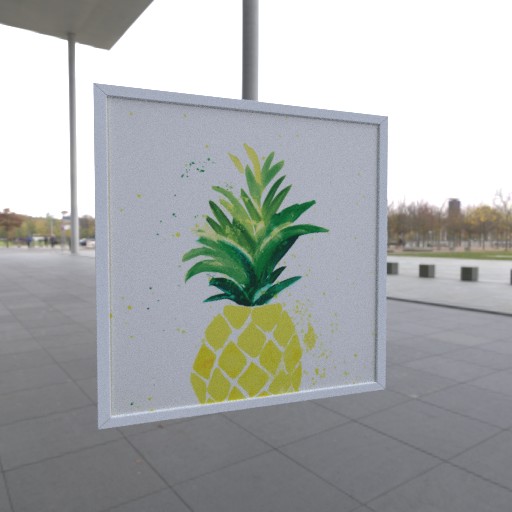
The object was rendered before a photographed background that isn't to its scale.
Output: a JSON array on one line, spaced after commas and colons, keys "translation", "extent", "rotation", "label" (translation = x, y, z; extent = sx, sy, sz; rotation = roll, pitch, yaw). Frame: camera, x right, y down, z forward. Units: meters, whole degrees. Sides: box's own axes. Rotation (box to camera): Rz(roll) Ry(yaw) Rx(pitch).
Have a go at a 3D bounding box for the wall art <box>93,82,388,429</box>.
[{"translation": [0.000, 0.000, 1.120], "extent": [0.763, 0.761, 0.038], "rotation": [-1, 2, -20], "label": "wall art"}]
